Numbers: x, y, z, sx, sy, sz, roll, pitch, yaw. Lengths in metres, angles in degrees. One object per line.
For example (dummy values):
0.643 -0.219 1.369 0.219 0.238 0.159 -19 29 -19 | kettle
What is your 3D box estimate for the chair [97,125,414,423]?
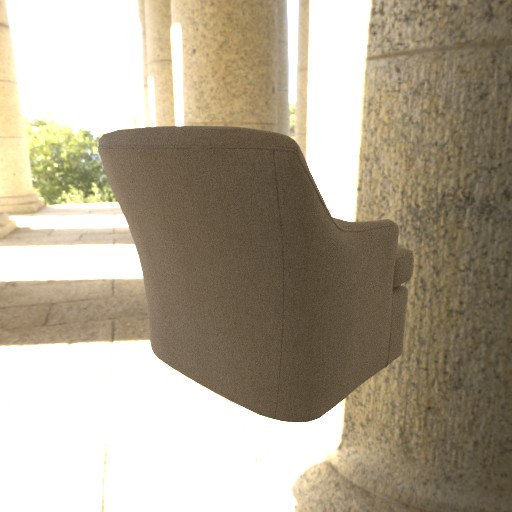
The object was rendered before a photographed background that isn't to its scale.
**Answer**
0.000 0.000 1.573 0.864 0.856 0.923 13 19 42 | chair
